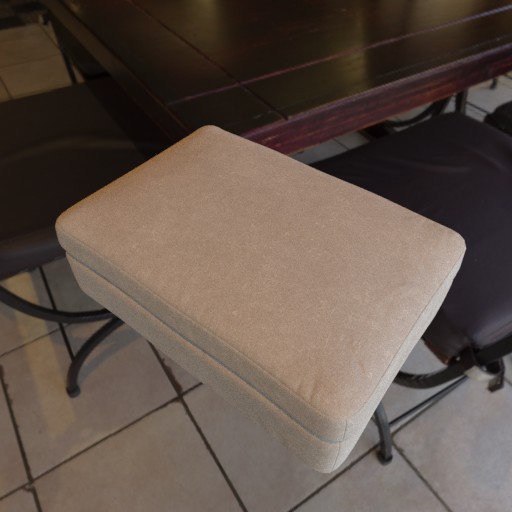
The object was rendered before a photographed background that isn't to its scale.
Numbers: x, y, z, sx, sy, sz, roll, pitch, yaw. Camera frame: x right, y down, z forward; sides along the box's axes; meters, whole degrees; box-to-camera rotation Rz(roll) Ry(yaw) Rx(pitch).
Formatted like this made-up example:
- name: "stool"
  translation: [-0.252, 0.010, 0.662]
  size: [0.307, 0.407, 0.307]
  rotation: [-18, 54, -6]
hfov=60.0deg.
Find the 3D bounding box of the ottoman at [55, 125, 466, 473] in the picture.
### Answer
- name: "ottoman"
  translation: [0.000, 0.000, 1.583]
  size: [1.199, 0.429, 0.840]
  rotation: [30, 53, 25]
